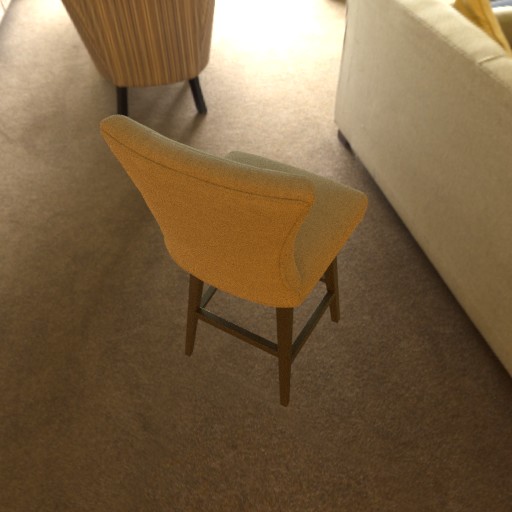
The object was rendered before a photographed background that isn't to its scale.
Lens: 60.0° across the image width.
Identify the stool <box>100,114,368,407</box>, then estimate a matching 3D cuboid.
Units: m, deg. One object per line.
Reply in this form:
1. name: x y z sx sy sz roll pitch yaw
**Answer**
1. stool: 0.000 0.000 1.411 0.514 1.086 0.574 22 52 19
